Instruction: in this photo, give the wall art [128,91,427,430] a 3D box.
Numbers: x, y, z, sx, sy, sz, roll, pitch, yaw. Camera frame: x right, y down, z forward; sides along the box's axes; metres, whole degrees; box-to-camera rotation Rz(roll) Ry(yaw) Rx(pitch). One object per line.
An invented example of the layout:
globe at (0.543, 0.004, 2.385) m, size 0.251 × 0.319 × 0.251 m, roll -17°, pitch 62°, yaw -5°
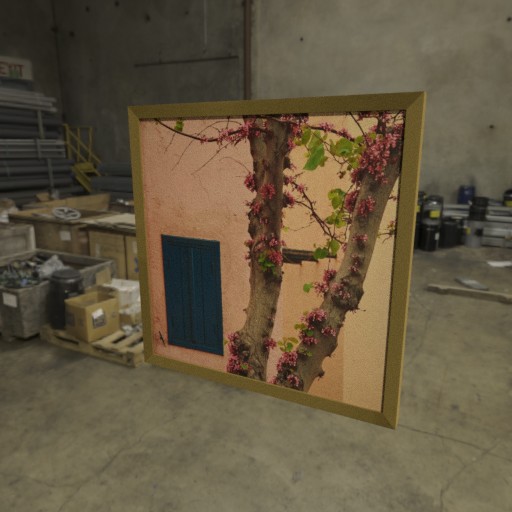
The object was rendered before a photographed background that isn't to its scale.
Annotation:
wall art at (0.000, 0.000, 1.147) m, size 0.762 × 0.762 × 0.038 m, roll 7°, pitch 16°, yaw 26°
